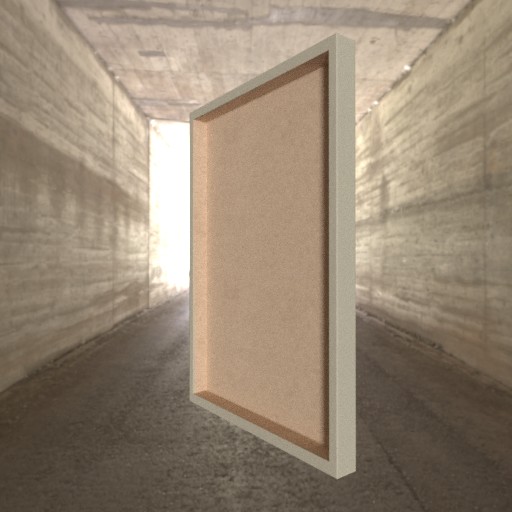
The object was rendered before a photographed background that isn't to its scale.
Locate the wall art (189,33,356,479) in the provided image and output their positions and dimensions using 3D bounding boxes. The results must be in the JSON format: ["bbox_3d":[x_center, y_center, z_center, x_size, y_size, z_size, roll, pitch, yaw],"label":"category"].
[{"bbox_3d":[0.000,0.000,0.783,0.038,0.608,0.418,0,0,-37],"label":"wall art"}]
